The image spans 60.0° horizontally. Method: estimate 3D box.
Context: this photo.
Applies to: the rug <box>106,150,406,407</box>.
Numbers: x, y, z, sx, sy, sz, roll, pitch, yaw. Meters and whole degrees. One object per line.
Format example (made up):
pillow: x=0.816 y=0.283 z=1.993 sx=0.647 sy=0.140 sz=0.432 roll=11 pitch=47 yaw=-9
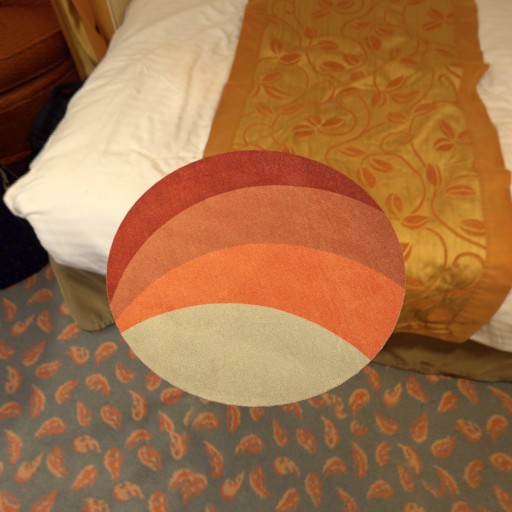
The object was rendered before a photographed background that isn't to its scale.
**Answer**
rug: x=0.000 y=0.000 z=2.278 sx=1.514 sy=0.015 sz=1.514 roll=0 pitch=58 yaw=0
